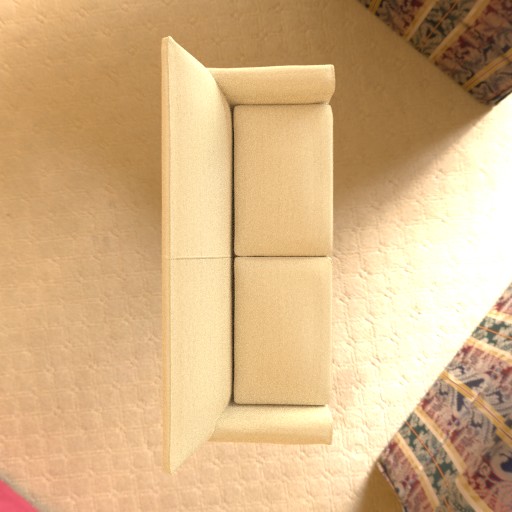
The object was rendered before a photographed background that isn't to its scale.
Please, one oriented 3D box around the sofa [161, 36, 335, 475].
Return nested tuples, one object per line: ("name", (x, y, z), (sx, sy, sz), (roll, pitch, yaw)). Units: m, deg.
("sofa", (0.000, 0.000, 2.445), (0.841, 0.907, 2.001), (0, 91, 2))
